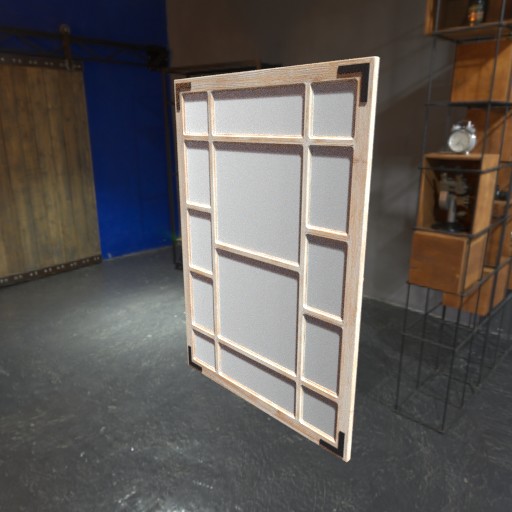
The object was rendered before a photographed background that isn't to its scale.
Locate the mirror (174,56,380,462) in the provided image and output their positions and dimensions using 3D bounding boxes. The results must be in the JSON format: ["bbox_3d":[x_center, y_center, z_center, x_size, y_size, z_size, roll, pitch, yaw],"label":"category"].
[{"bbox_3d":[0.000,0.000,1.285,0.025,0.996,0.705,-16,23,-42],"label":"mirror"}]
